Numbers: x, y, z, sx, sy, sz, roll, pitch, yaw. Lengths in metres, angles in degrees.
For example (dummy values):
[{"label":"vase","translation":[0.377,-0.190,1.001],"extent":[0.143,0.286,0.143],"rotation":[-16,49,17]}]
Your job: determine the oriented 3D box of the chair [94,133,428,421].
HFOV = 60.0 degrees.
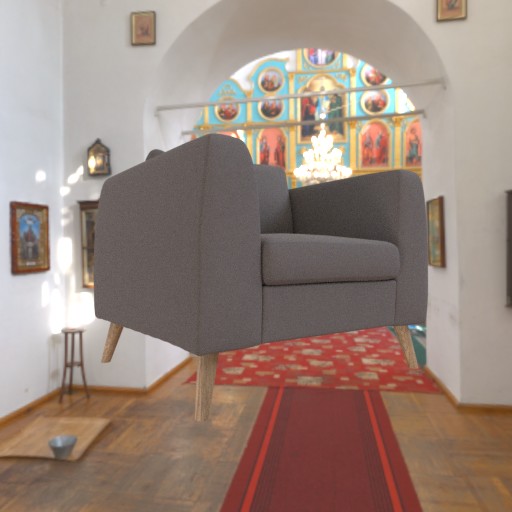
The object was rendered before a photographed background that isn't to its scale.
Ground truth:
[{"label":"chair","translation":[0.000,0.000,1.751],"extent":[1.000,0.860,0.930],"rotation":[0,0,-36]}]
